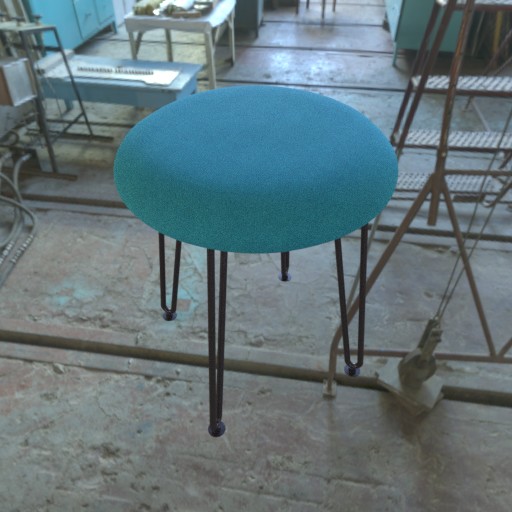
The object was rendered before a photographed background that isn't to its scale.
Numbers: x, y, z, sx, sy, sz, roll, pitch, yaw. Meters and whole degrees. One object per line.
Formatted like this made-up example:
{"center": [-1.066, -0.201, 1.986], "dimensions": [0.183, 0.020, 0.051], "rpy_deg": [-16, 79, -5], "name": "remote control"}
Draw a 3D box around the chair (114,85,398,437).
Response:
{"center": [0.000, 0.000, 0.676], "dimensions": [0.350, 0.430, 0.350], "rpy_deg": [-27, 49, -26], "name": "chair"}
